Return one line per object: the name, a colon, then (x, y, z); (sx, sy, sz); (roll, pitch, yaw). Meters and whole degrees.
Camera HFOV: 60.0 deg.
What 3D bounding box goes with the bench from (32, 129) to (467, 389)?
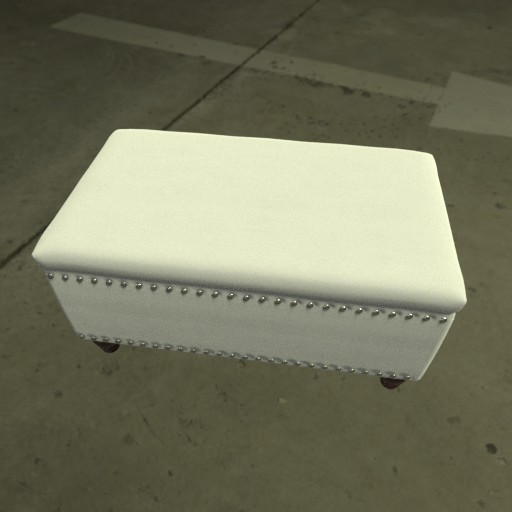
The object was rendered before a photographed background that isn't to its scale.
bench: (0.000, 0.000, 1.192); (0.887, 0.449, 0.500); (6, 47, 6)
